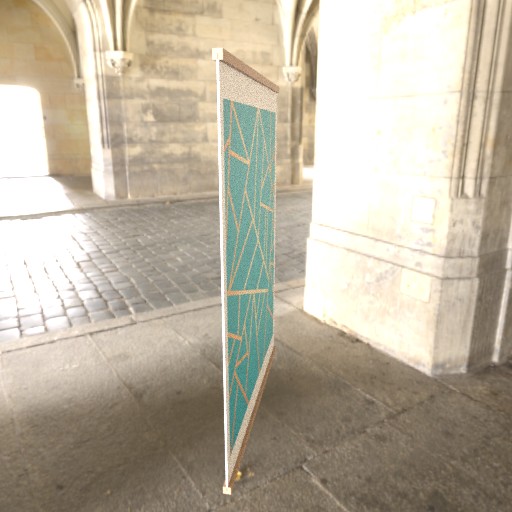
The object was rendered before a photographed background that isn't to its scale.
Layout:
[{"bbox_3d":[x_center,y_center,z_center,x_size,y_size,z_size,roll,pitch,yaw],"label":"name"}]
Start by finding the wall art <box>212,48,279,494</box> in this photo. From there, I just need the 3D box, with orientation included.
[{"bbox_3d":[0.000,0.000,0.793,0.012,0.608,0.459,3,16,10],"label":"wall art"}]
